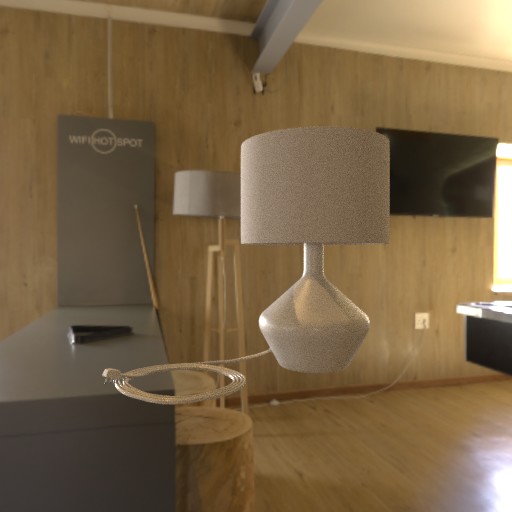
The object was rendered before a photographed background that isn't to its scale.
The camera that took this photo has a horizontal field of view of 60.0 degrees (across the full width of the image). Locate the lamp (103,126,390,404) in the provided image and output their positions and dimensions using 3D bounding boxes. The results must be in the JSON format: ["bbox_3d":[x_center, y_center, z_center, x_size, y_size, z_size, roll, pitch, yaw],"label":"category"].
[{"bbox_3d":[0.000,0.000,0.884,0.546,0.457,0.401,0,1,0],"label":"lamp"}]
